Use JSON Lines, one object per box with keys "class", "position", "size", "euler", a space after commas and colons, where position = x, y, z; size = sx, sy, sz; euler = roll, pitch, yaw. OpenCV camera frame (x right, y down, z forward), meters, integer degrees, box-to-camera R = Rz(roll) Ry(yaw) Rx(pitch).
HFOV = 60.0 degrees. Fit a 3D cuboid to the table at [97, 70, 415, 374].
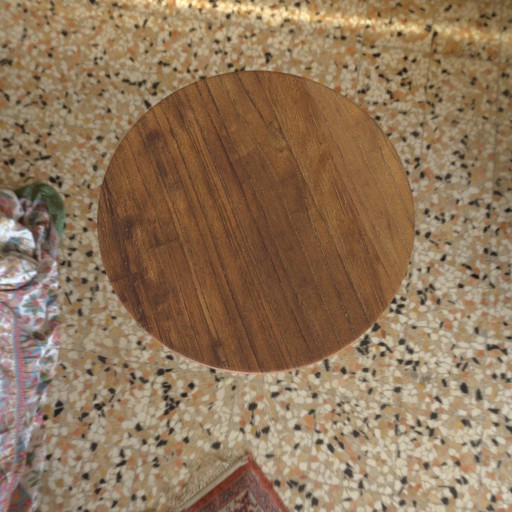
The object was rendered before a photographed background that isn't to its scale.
{"class": "table", "position": [0.000, 0.000, 0.808], "size": [0.400, 0.520, 0.400], "euler": [0, 77, 0]}
